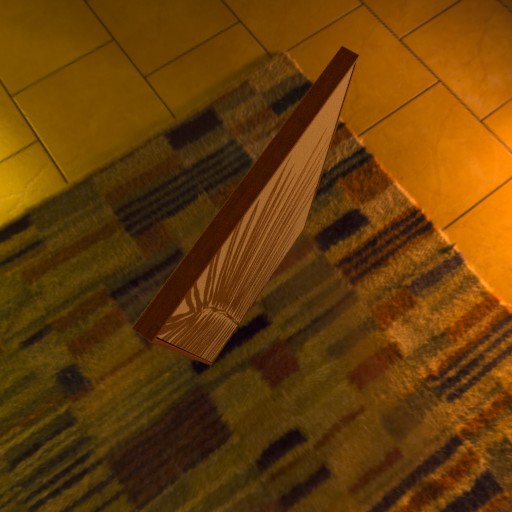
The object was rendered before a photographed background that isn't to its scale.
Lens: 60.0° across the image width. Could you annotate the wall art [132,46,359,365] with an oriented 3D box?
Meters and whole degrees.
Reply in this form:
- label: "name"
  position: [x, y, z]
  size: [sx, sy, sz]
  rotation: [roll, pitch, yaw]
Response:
- label: "wall art"
  position: [0.000, 0.000, 1.165]
  size: [0.037, 0.914, 0.610]
  rotation: [33, 77, 9]
